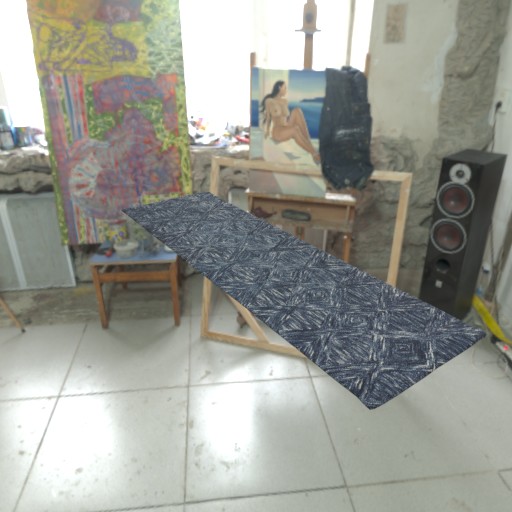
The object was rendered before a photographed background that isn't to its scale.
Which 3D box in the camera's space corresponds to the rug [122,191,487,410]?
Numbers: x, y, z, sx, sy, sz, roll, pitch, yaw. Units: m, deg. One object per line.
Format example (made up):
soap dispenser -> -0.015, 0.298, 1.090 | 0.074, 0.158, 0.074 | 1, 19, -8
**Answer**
rug -> 0.000, 0.000, 2.481 | 0.719, 0.013, 2.306 | -18, 32, -32
